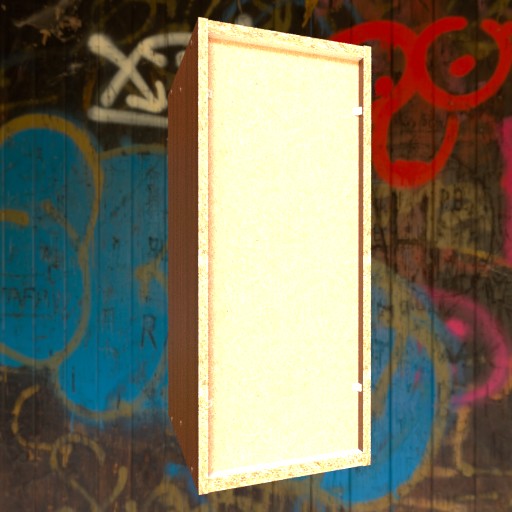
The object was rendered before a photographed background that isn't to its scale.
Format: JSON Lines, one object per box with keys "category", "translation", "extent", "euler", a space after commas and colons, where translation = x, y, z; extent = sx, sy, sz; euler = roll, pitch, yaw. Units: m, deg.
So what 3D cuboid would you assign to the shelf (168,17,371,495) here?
{"category": "shelf", "translation": [0.000, 0.000, 0.734], "extent": [0.253, 0.600, 0.290], "euler": [0, 0, -19]}
